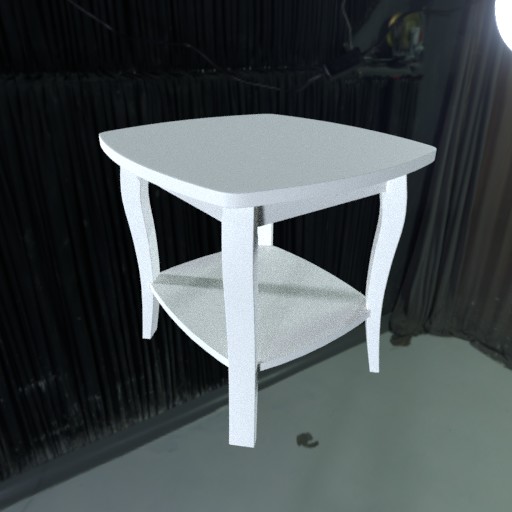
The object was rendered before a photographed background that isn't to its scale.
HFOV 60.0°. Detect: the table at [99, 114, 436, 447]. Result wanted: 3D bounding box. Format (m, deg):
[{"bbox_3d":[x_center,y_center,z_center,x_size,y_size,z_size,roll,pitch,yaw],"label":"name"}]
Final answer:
[{"bbox_3d":[0.000,0.000,0.844,0.451,0.438,0.502,-18,31,-32],"label":"table"}]
